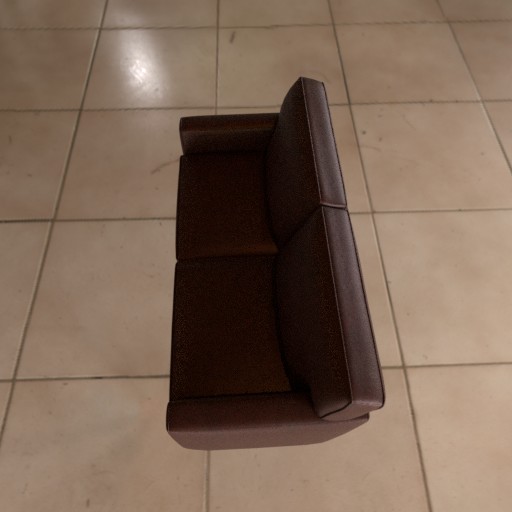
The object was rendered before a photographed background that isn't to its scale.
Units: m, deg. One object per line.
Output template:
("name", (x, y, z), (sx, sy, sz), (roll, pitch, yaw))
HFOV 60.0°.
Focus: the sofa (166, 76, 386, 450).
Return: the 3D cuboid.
("sofa", (0.000, 0.000, 2.411), (0.912, 0.928, 1.876), (-3, 60, -2))
